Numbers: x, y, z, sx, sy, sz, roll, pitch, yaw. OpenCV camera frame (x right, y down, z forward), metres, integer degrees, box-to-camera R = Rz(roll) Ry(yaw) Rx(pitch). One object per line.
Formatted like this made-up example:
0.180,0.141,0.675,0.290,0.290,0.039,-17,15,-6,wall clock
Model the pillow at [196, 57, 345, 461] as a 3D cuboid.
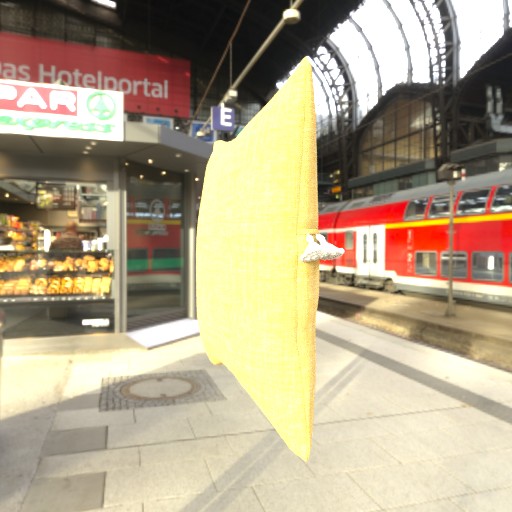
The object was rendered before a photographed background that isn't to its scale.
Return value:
0.000,0.000,0.753,0.167,0.481,0.485,0,1,-19,pillow
